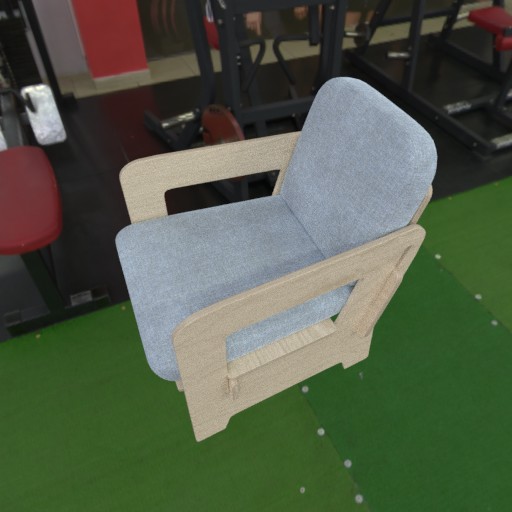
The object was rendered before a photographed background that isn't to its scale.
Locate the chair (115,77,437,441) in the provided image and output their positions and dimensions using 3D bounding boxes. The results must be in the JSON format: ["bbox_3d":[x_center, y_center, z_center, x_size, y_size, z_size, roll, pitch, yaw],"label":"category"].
[{"bbox_3d":[0.000,0.000,1.237,0.710,0.800,0.590,-16,48,-15],"label":"chair"}]
